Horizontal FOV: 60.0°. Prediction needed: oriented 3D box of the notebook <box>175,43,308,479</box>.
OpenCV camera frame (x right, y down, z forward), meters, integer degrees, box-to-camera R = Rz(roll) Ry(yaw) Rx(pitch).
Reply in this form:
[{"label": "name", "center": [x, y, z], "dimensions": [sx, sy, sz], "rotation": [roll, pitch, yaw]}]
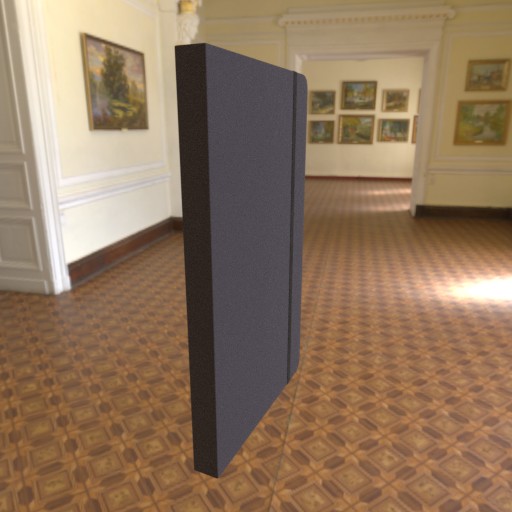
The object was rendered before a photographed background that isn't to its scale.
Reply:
[{"label": "notebook", "center": [0.000, 0.000, 0.265], "dimensions": [0.016, 0.213, 0.127], "rotation": [7, 18, 24]}]
